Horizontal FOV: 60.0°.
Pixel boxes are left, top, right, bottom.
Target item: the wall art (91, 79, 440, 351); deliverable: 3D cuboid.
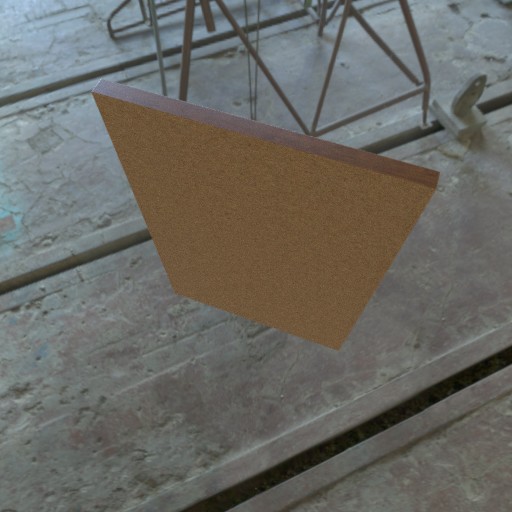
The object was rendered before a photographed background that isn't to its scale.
[{"bbox_3d":[0.000,0.000,1.149,0.610,0.914,0.037,18,64,9],"label":"wall art"}]
